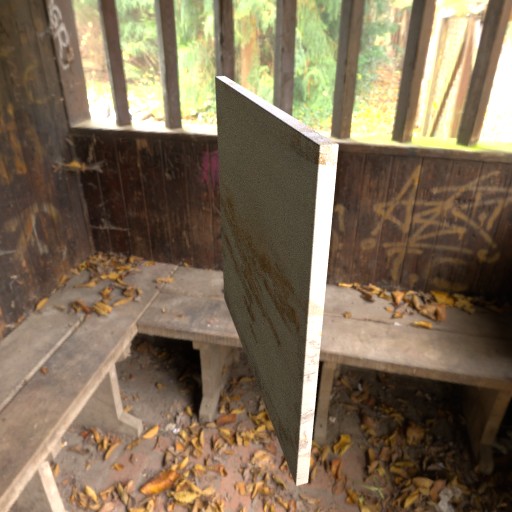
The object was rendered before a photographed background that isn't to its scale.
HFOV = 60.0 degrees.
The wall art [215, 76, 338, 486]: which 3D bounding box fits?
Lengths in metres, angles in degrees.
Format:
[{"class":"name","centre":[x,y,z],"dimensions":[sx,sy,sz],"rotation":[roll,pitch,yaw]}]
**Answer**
[{"class":"wall art","centre":[0.000,0.000,1.503],"dimensions":[0.040,1.018,1.015],"rotation":[-8,30,-14]}]
